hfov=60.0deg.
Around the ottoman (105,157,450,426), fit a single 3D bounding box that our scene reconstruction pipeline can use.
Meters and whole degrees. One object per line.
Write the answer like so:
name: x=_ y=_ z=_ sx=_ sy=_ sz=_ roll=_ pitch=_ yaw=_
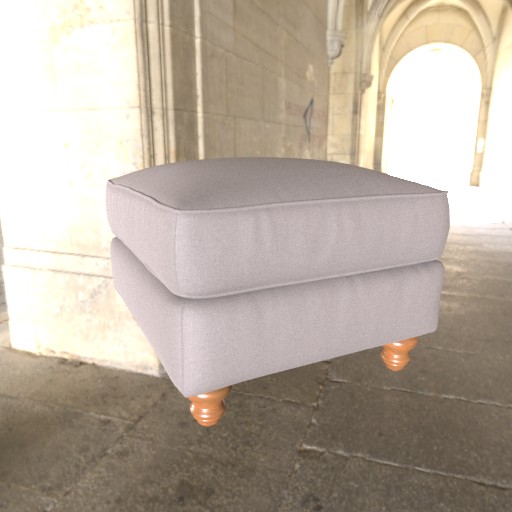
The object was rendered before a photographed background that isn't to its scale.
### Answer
ottoman: x=0.000 y=0.000 z=1.164 sx=0.662 sy=0.505 sz=0.721 roll=-7 pitch=16 yaw=-26
